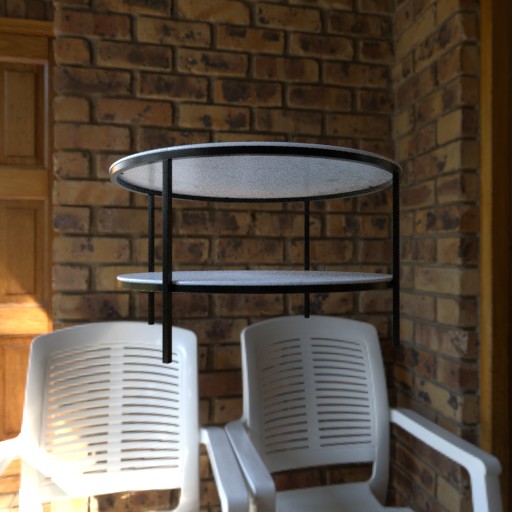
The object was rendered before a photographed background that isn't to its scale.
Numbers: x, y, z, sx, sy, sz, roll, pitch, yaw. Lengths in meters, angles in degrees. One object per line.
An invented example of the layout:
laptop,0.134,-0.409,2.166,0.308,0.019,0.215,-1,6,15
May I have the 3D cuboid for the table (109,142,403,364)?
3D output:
table,0.000,0.000,1.273,0.800,0.450,0.800,0,0,0
